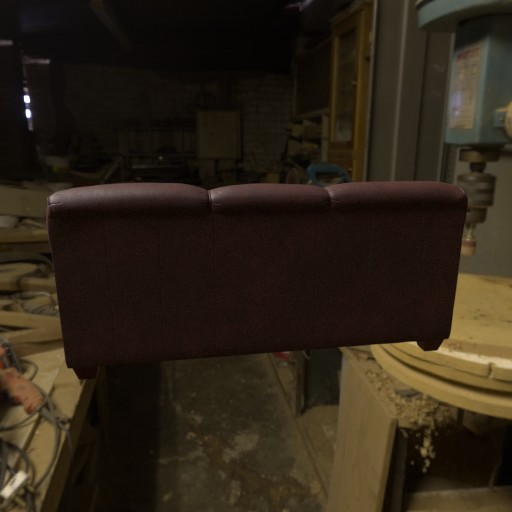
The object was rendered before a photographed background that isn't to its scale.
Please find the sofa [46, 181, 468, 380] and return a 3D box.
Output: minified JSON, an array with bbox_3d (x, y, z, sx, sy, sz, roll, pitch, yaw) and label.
[{"bbox_3d":[0.000,0.000,2.621,2.039,0.953,1.008,-2,15,-9],"label":"sofa"}]
